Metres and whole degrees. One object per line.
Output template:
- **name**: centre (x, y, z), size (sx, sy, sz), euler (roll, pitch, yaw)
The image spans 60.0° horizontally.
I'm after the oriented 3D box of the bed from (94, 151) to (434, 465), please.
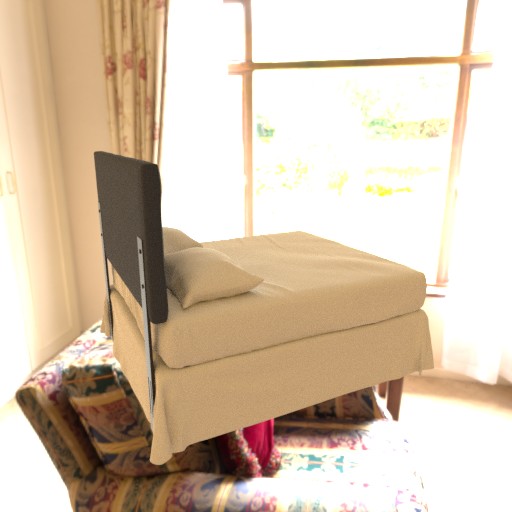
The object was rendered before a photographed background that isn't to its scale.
- **bed**: centre (0.000, 0.000, 3.452), size (2.222, 1.577, 1.936), euler (-8, 17, -26)
